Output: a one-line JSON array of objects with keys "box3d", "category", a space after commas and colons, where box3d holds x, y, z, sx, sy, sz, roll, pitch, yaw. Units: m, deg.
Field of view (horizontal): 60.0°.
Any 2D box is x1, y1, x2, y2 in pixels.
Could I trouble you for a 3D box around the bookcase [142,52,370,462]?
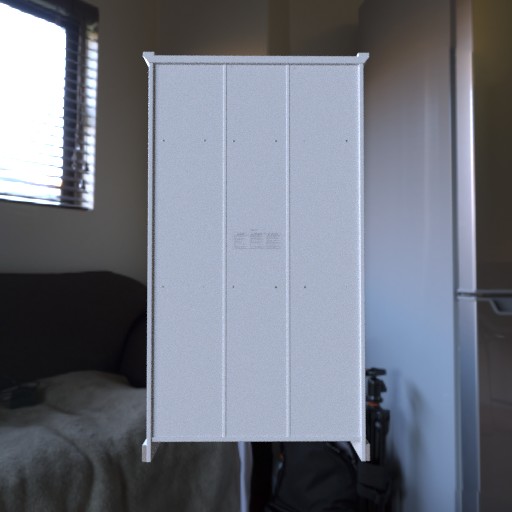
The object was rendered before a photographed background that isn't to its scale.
[{"box3d": [0.000, 0.000, 2.248, 1.050, 1.880, 0.432, 0, -1, -1], "category": "bookcase"}]
